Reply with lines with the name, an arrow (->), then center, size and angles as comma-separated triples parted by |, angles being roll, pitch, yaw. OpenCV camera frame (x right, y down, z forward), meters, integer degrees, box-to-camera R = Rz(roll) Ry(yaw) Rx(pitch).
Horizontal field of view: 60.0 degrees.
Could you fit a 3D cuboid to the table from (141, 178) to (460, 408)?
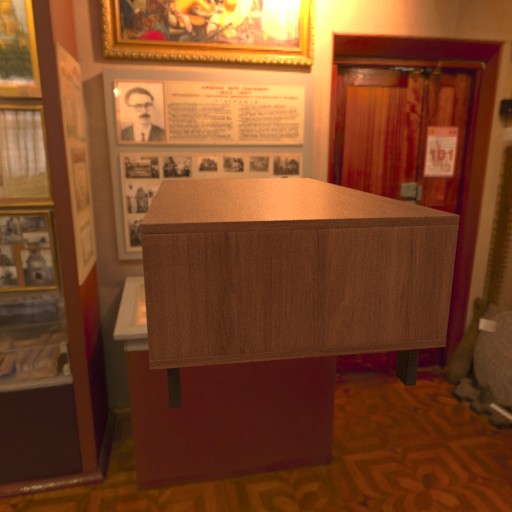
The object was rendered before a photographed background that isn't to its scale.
table -> 0.000, 0.000, 1.311 | 0.600, 0.380, 1.020 | -2, 14, -9
